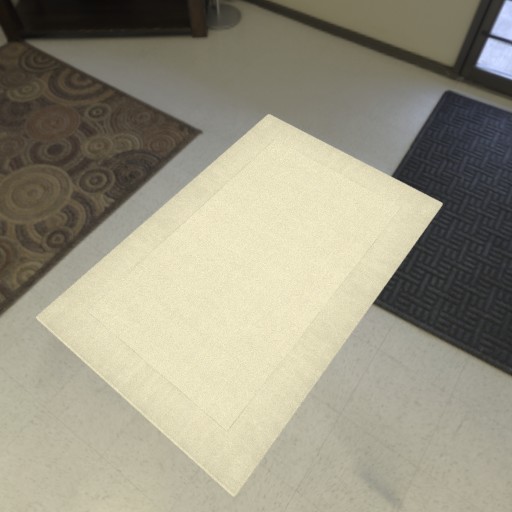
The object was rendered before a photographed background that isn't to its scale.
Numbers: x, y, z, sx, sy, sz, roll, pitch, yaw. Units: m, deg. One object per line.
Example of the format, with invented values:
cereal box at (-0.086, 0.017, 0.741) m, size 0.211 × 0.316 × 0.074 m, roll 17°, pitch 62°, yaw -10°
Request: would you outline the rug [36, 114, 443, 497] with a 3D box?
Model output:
rug at (0.000, 0.000, 2.281) m, size 1.219 × 0.013 × 1.829 m, roll 33°, pitch 63°, yaw 19°
